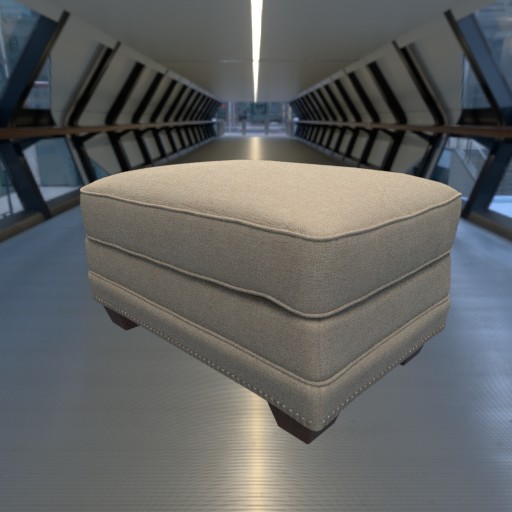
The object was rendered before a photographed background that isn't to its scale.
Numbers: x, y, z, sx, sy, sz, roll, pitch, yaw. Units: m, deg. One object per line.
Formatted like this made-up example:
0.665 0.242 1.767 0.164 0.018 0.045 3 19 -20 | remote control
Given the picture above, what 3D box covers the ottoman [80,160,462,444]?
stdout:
0.000 0.000 1.120 0.813 0.458 0.559 17 24 42 | ottoman
